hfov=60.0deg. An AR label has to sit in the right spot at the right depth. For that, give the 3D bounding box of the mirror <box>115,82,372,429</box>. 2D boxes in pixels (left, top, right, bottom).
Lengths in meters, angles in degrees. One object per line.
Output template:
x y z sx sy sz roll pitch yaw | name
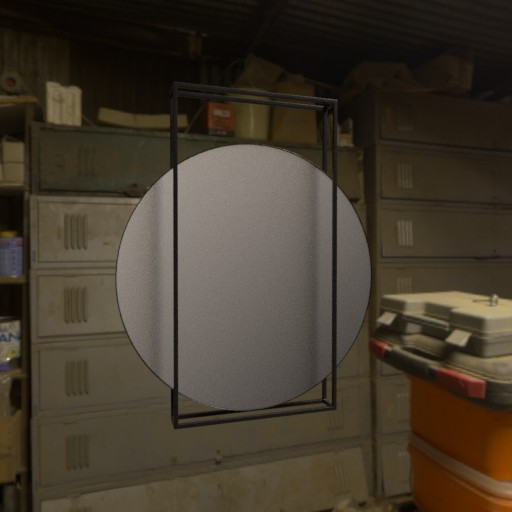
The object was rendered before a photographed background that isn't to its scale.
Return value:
0.000 0.000 0.839 0.508 0.603 0.051 0 1 -17 | mirror
